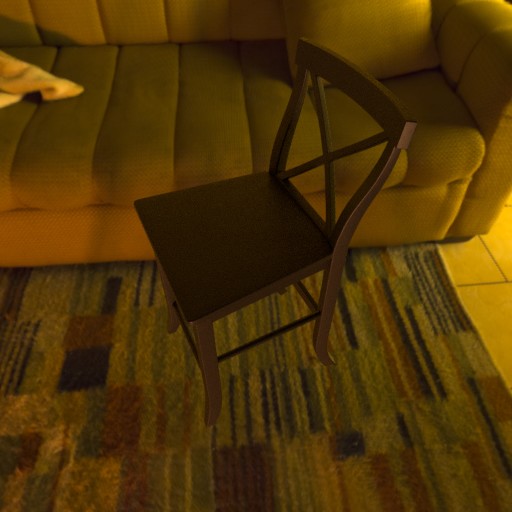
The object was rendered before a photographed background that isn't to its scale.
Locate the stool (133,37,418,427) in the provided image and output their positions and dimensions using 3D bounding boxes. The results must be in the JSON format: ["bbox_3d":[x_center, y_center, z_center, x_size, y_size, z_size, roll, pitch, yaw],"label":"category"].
[{"bbox_3d":[0.000,0.000,1.286,0.559,0.989,0.452,-20,51,-17],"label":"stool"}]
